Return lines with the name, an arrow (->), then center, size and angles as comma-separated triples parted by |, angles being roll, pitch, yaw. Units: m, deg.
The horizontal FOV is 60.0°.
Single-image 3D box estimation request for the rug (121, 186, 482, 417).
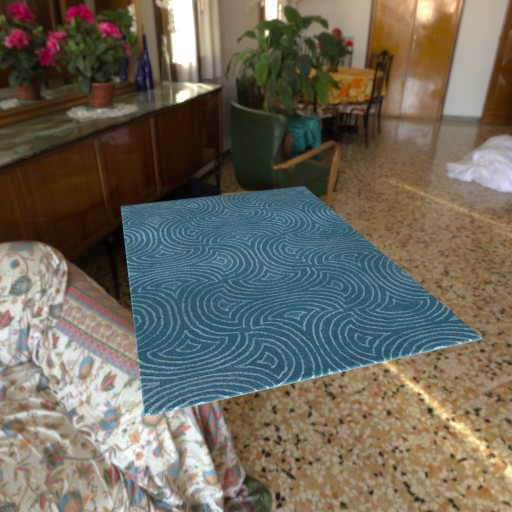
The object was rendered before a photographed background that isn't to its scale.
rug -> 0.000, 0.000, 2.765 | 1.543, 0.015, 2.144 | -9, 30, -15
